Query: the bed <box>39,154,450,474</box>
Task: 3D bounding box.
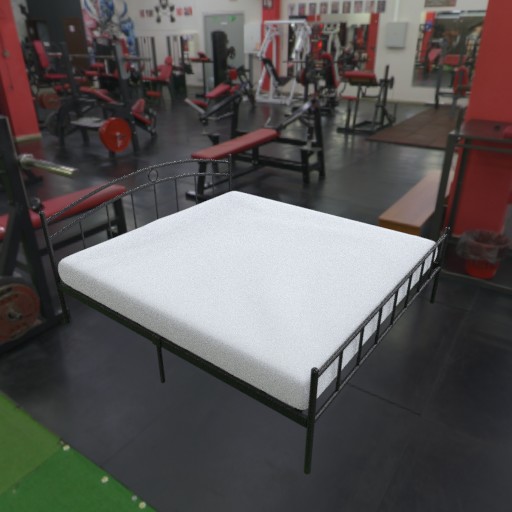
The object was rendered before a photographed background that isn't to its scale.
[{"bbox_3d":[0.000,0.000,3.094,2.040,0.940,1.880,19,32,33],"label":"bed"}]
